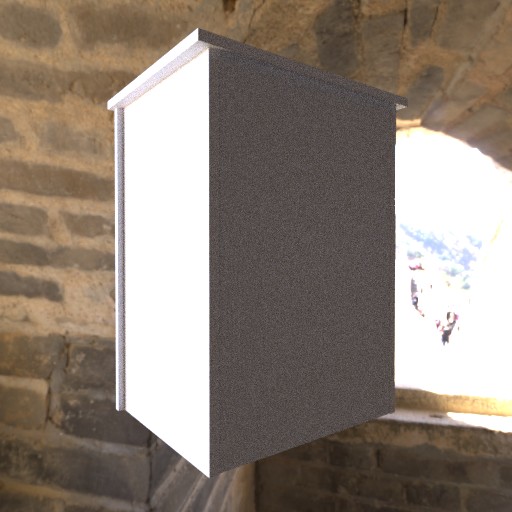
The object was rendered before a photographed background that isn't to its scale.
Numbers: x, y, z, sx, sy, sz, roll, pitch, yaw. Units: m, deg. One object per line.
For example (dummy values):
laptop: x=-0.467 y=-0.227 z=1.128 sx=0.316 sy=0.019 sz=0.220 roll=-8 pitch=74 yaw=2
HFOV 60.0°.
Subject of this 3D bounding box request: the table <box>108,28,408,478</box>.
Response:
table: x=0.000 y=0.000 z=0.908 sx=0.480 sy=0.635 sz=0.381 roll=-1 pitch=1 yaw=-37
